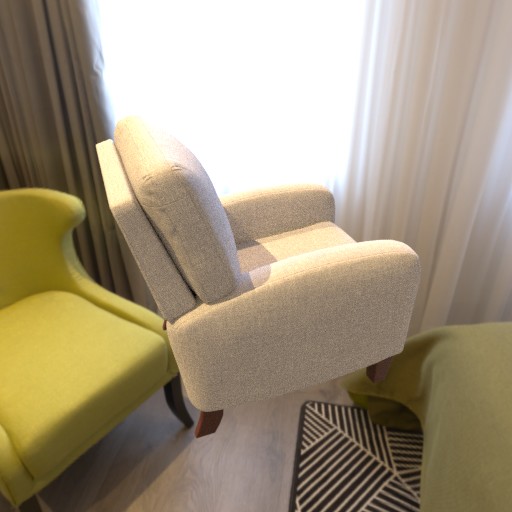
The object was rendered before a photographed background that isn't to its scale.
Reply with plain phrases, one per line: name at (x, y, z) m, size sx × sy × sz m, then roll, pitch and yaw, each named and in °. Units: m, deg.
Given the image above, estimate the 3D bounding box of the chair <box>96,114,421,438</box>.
chair at (0.000, 0.000, 1.679) m, size 0.990 × 0.990 × 0.762 m, roll -11°, pitch 32°, yaw -18°
